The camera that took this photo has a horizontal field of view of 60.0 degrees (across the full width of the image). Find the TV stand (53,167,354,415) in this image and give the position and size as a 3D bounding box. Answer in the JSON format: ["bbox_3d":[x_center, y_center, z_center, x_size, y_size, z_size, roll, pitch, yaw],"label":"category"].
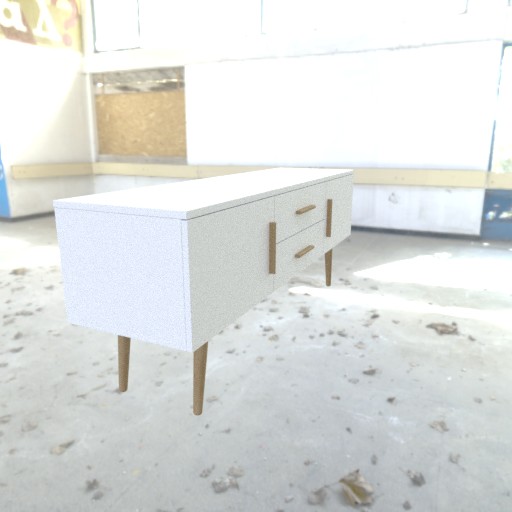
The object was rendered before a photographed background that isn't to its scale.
[{"bbox_3d":[0.000,0.000,1.652,0.401,0.560,1.398,7,16,25],"label":"TV stand"}]
